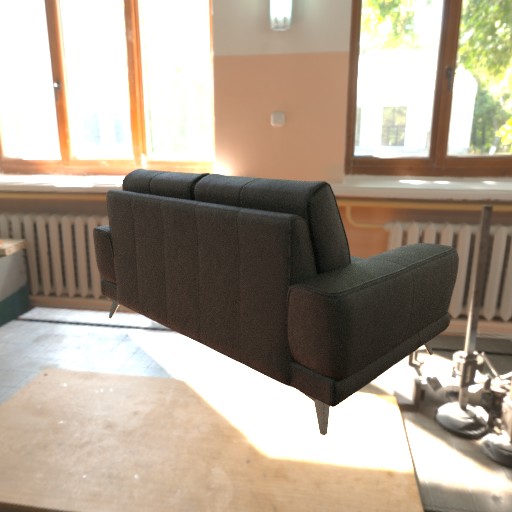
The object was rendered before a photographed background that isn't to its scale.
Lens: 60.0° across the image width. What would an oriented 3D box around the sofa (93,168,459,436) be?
[{"bbox_3d":[0.000,0.000,2.393,1.806,0.907,1.018,14,19,43],"label":"sofa"}]
